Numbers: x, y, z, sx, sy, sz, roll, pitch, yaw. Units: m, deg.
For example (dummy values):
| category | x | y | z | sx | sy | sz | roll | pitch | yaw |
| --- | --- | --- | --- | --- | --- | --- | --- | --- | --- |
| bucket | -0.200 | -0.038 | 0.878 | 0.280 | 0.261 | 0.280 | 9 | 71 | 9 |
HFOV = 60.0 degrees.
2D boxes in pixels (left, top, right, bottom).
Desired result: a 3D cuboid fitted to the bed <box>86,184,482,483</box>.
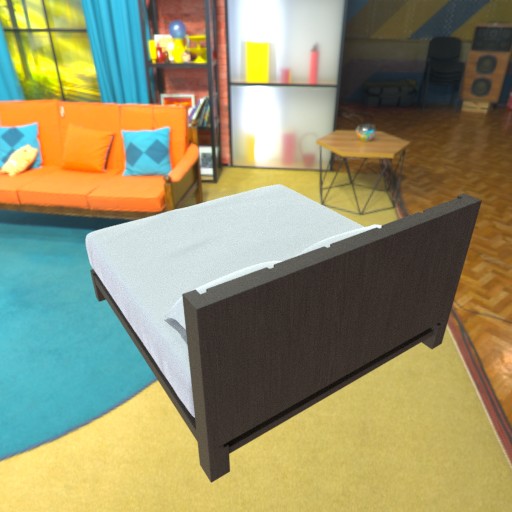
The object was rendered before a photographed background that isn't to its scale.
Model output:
| category | x | y | z | sx | sy | sz | roll | pitch | yaw |
| --- | --- | --- | --- | --- | --- | --- | --- | --- | --- |
| bed | 0.000 | 0.000 | 3.563 | 2.143 | 1.261 | 2.238 | -19 | 36 | -29 |
